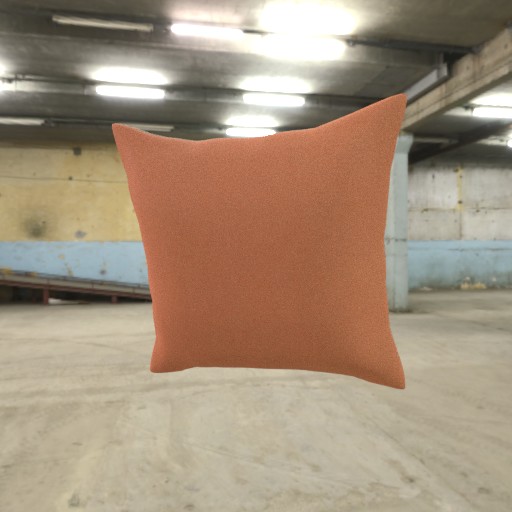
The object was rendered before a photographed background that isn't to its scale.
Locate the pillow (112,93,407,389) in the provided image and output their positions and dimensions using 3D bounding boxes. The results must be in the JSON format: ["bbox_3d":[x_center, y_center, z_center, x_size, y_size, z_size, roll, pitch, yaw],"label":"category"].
[{"bbox_3d":[0.000,0.000,0.704,0.453,0.430,0.200,0,0,18],"label":"pillow"}]
